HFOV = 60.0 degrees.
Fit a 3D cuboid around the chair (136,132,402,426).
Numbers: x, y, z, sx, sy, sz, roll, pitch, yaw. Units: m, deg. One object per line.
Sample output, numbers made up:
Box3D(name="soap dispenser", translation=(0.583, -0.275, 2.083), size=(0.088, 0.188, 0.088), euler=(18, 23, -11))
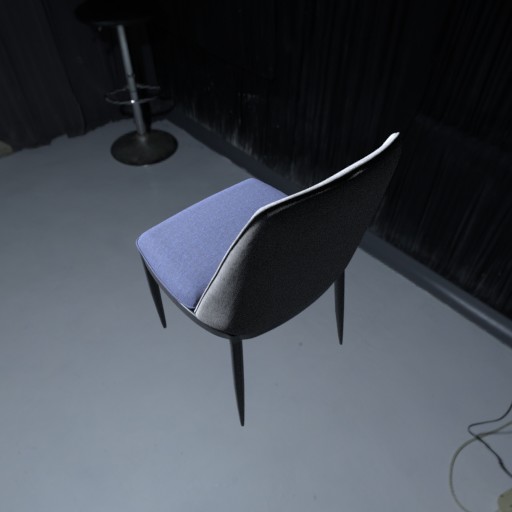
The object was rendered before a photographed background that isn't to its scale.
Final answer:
Box3D(name="chair", translation=(0.000, 0.000, 1.189), size=(0.488, 0.855, 0.550), euler=(-32, 54, -26))
